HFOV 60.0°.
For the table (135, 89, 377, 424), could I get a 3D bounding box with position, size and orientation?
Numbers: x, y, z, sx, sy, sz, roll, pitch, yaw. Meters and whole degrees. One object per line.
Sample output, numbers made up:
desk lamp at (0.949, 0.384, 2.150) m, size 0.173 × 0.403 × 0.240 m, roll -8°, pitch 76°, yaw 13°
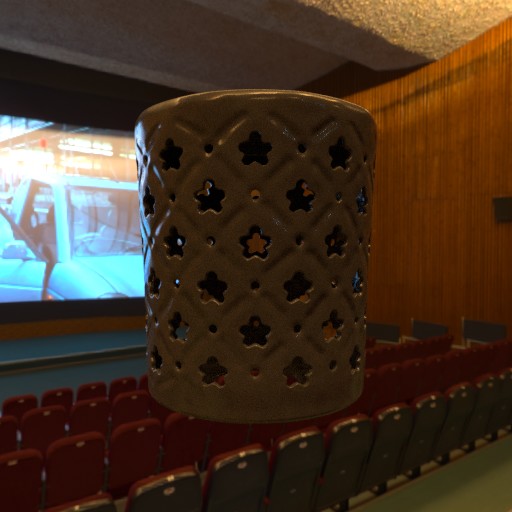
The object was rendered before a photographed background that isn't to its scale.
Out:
table at (0.000, 0.000, 0.666) m, size 0.352 × 0.387 × 0.352 m, roll 0°, pitch 2°, yaw 0°
